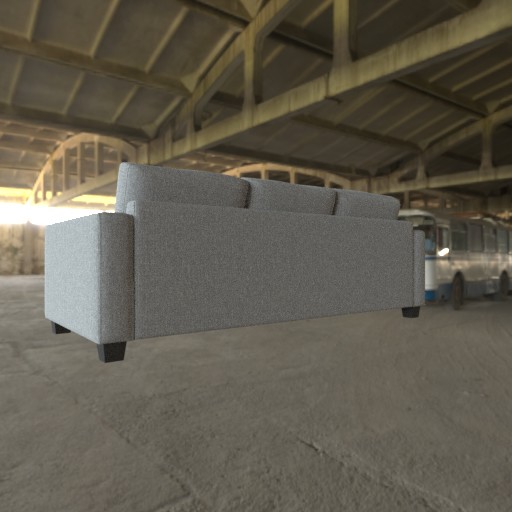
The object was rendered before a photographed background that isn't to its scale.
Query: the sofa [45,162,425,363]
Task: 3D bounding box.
[{"bbox_3d":[0.000,0.000,2.601,2.120,0.800,0.900,0,0,-37],"label":"sofa"}]
